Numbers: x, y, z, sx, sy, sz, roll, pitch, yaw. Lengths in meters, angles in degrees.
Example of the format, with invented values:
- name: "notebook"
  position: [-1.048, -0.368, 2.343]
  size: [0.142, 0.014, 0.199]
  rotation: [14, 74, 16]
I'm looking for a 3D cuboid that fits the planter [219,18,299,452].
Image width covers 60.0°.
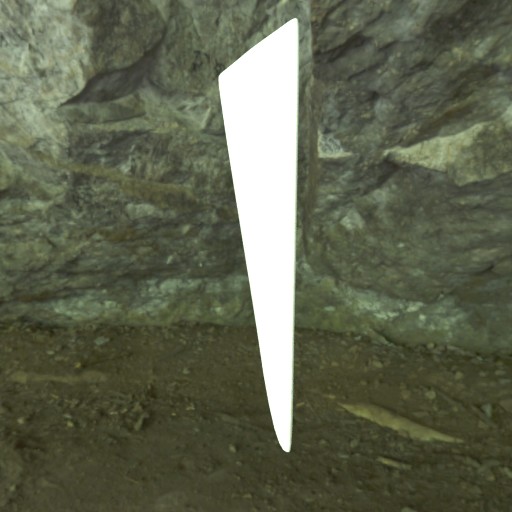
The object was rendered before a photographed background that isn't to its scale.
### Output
- name: "planter"
  position: [0.000, 0.000, 0.384]
  size: [0.065, 0.338, 0.143]
  rotation: [0, 0, 0]
